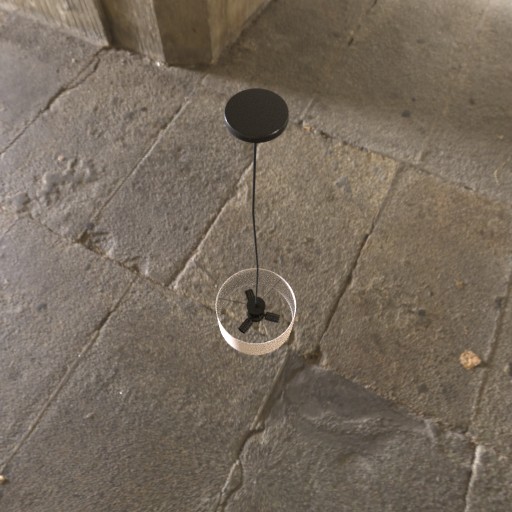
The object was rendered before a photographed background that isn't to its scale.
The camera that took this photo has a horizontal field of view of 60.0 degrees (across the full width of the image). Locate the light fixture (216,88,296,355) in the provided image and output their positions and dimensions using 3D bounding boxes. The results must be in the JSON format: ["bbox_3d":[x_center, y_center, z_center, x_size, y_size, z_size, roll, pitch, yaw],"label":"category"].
[{"bbox_3d":[0.000,0.000,1.709,0.399,1.516,0.399,0,64,0],"label":"light fixture"}]
